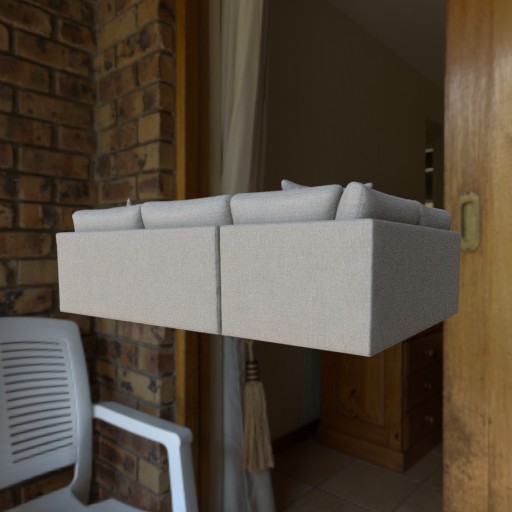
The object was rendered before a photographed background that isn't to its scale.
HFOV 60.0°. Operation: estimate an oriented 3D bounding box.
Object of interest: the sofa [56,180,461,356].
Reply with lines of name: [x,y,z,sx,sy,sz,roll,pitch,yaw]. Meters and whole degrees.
sofa: [0.000,0.000,3.826,2.896,0.978,1.994,0,1,36]
